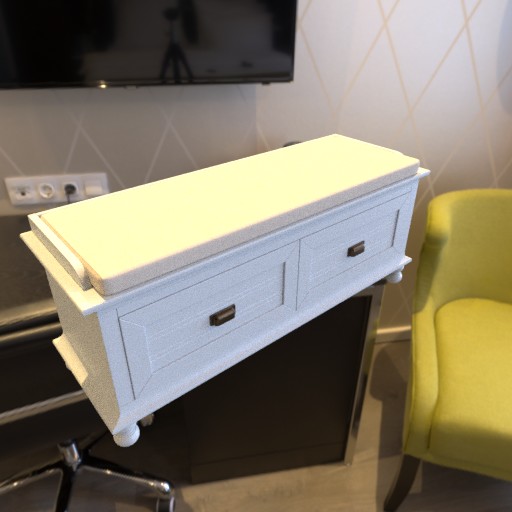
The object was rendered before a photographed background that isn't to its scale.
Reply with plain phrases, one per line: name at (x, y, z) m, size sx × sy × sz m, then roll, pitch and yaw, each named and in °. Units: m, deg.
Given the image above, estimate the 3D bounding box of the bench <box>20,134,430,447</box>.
bench at (0.000, 0.000, 1.386) m, size 1.185 × 0.486 × 0.402 m, roll -23°, pitch 38°, yaw -33°
